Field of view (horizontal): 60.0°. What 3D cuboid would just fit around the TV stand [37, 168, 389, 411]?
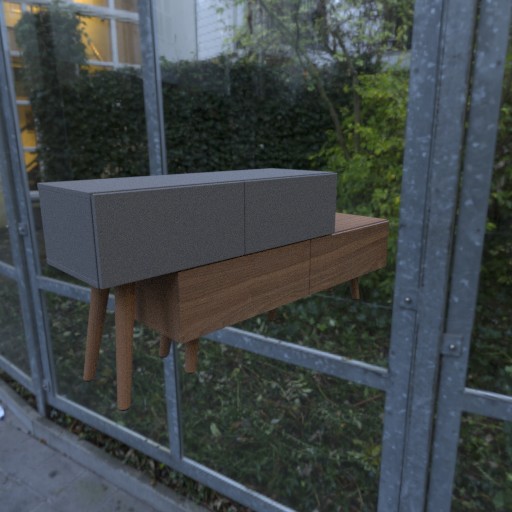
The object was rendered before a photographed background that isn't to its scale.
[{"bbox_3d":[0.000,0.000,1.611,1.336,0.591,0.329,-14,20,-43],"label":"TV stand"}]
